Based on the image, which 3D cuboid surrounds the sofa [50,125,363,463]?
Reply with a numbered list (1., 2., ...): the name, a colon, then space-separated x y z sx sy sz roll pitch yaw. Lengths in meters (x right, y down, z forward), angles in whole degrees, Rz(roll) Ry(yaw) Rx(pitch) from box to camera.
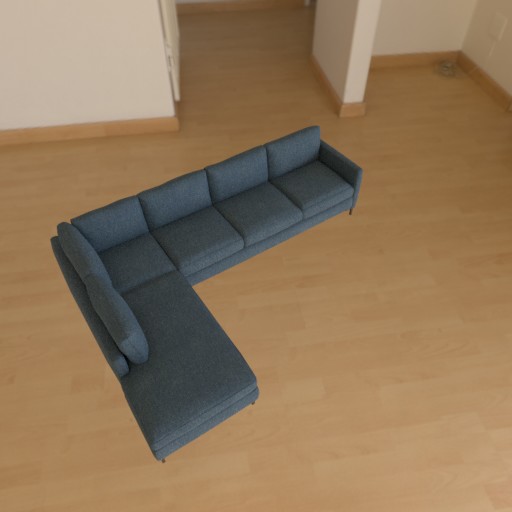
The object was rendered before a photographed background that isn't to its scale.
1. sofa: 0.000 0.000 3.890 2.949 0.815 2.007 -27 52 -23
